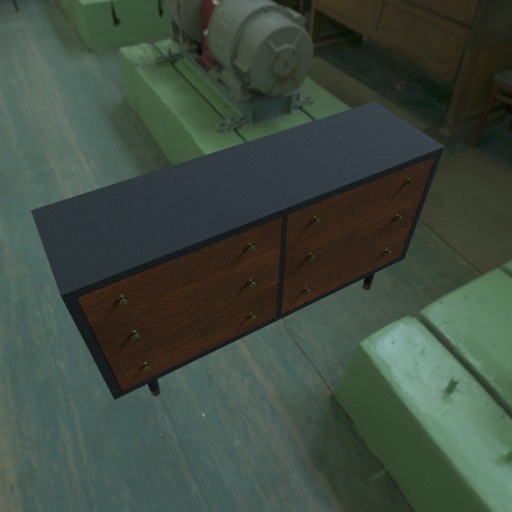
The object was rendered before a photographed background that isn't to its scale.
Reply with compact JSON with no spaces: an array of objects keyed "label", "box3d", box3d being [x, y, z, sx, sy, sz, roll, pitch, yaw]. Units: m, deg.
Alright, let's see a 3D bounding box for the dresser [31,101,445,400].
[{"label":"dresser","box3d":[0.000,0.000,2.002,1.558,0.872,0.463,-23,51,-20]}]
